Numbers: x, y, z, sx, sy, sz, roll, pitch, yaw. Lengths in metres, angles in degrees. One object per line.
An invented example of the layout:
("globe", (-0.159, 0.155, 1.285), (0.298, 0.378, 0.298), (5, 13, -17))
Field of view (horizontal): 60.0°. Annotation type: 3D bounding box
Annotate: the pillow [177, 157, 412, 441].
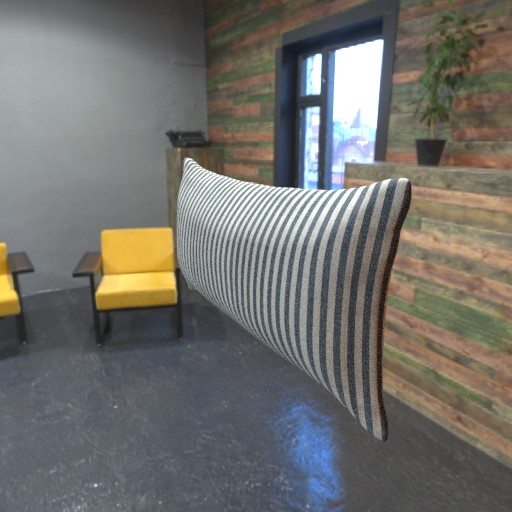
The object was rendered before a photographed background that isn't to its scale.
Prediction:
("pillow", (0.000, 0.000, 0.723), (0.151, 0.295, 0.617), (-8, 16, -28))
